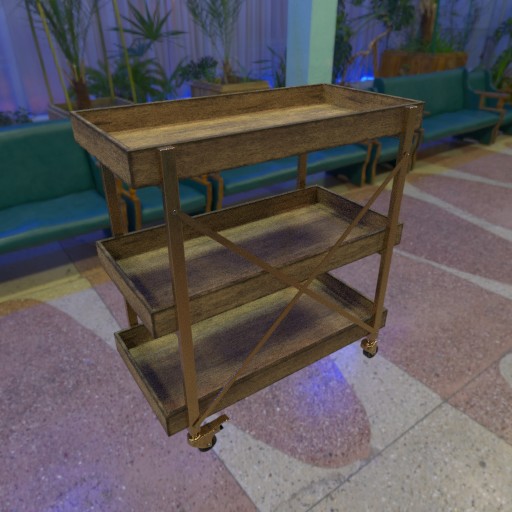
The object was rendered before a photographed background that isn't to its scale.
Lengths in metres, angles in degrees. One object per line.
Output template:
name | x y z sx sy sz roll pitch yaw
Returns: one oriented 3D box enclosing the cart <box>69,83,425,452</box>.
cart | 0.000 0.000 1.227 0.750 0.799 0.416 -18 34 -29
